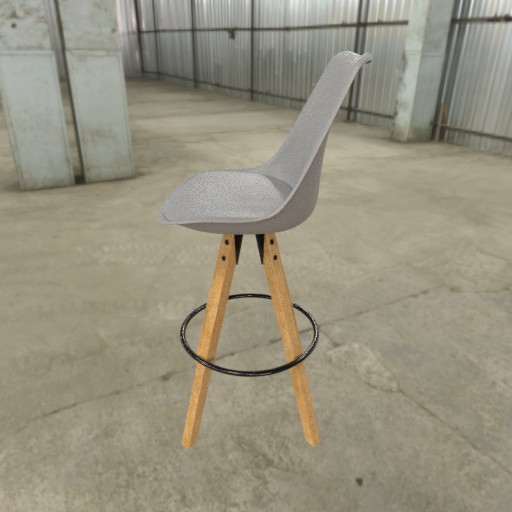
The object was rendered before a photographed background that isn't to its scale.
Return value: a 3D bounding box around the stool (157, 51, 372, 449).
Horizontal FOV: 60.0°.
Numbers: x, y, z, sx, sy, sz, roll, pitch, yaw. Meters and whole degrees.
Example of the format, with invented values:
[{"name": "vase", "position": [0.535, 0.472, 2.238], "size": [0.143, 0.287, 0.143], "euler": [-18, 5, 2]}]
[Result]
[{"name": "stool", "position": [0.000, 0.000, 1.333], "size": [0.550, 1.115, 0.485], "euler": [-1, 25, -1]}]
